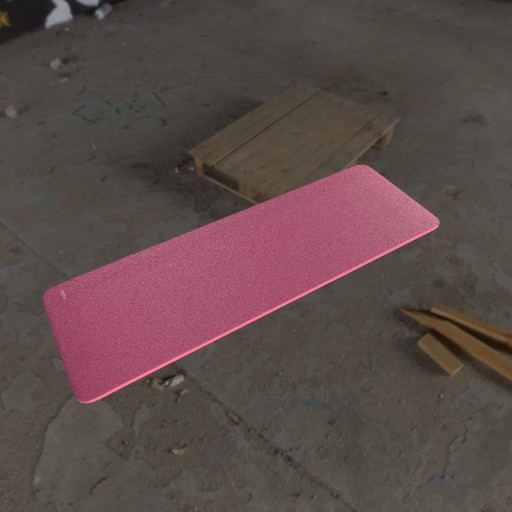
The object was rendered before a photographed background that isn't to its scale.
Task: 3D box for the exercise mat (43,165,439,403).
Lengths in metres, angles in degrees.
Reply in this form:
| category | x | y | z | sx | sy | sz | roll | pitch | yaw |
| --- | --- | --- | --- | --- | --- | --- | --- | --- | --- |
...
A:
| category | x | y | z | sx | sy | sz | roll | pitch | yaw |
| --- | --- | --- | --- | --- | --- | --- | --- | --- | --- |
| exercise mat | 0.000 | 0.000 | 2.120 | 1.884 | 0.021 | 0.616 | -24 | 52 | -21 |
